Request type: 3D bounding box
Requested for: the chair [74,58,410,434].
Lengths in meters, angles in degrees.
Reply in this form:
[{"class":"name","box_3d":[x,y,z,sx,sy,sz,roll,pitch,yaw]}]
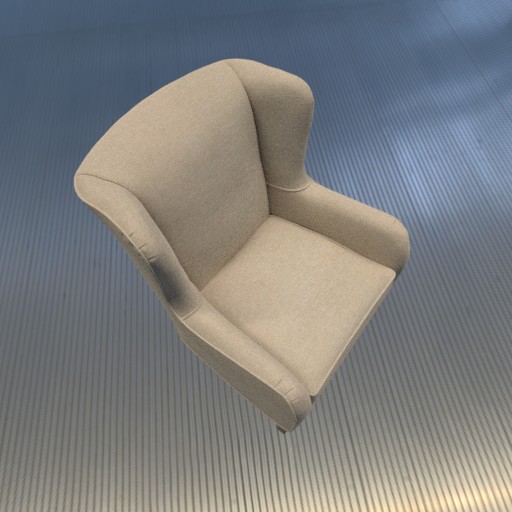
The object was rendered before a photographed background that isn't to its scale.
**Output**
[{"class":"chair","box_3d":[0.000,0.000,1.721,0.966,1.040,0.838,32,63,19]}]
